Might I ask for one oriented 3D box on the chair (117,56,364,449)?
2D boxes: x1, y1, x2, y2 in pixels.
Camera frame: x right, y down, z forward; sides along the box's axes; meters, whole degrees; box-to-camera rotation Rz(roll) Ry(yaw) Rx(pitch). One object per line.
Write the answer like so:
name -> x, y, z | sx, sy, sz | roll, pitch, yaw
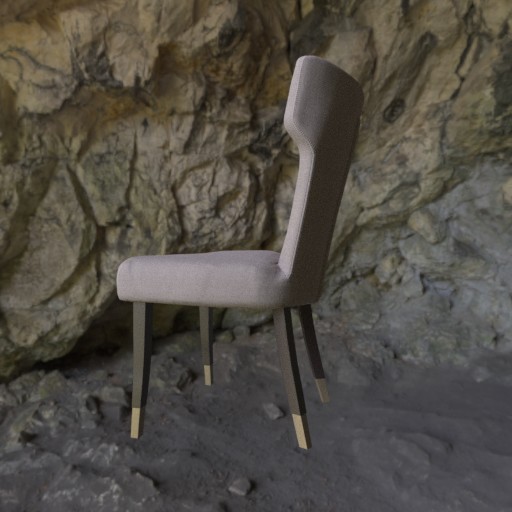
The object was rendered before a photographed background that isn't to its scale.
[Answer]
chair -> 0.000, 0.000, 1.329 | 0.630, 0.955, 0.526 | 0, 0, 17
